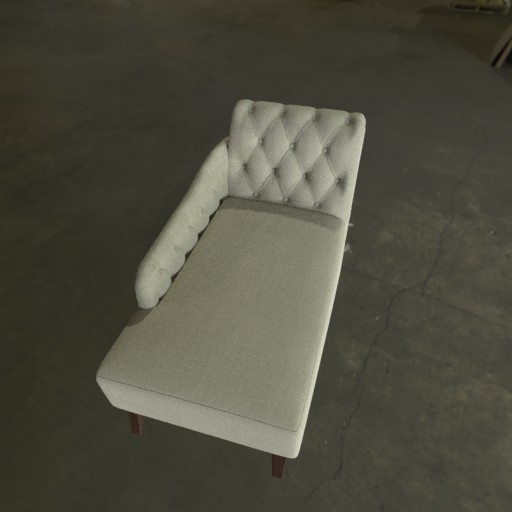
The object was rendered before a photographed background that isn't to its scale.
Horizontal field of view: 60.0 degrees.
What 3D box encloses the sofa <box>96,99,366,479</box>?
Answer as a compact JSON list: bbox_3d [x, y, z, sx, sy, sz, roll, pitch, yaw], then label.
[{"bbox_3d":[0.000,0.000,1.811,0.675,0.787,1.379,11,42,13],"label":"sofa"}]
